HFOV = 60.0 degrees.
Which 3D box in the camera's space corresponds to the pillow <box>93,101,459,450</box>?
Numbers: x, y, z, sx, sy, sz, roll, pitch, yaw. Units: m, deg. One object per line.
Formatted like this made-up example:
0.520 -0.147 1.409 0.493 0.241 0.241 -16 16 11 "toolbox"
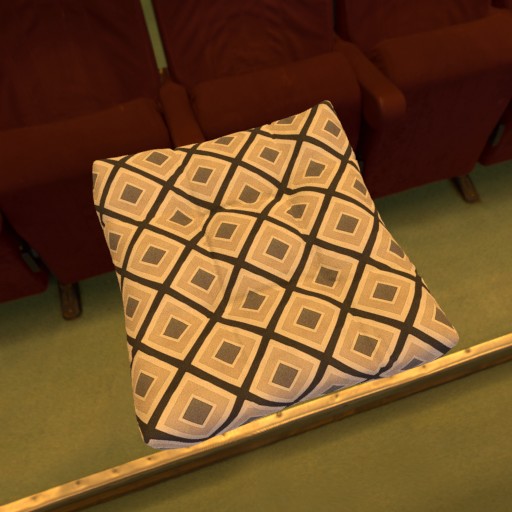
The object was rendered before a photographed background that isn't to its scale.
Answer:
0.000 0.000 0.726 0.468 0.128 0.490 -16 64 -8 "pillow"
